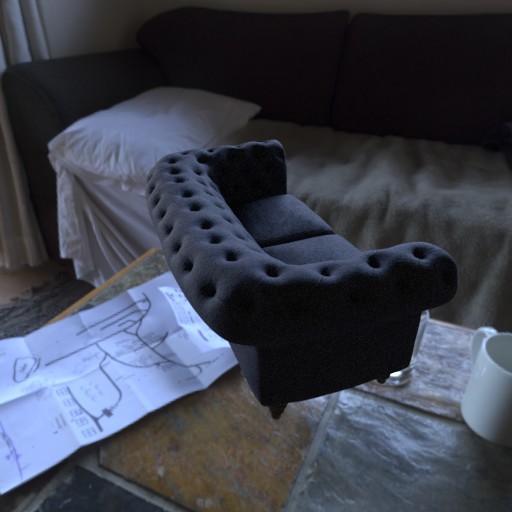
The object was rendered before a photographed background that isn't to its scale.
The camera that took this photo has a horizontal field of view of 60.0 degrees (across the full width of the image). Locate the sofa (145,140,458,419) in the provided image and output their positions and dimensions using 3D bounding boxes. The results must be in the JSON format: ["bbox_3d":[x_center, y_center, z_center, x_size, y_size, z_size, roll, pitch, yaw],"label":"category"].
[{"bbox_3d":[0.000,0.000,2.542,1.082,0.833,1.988,-10,31,-17],"label":"sofa"}]
